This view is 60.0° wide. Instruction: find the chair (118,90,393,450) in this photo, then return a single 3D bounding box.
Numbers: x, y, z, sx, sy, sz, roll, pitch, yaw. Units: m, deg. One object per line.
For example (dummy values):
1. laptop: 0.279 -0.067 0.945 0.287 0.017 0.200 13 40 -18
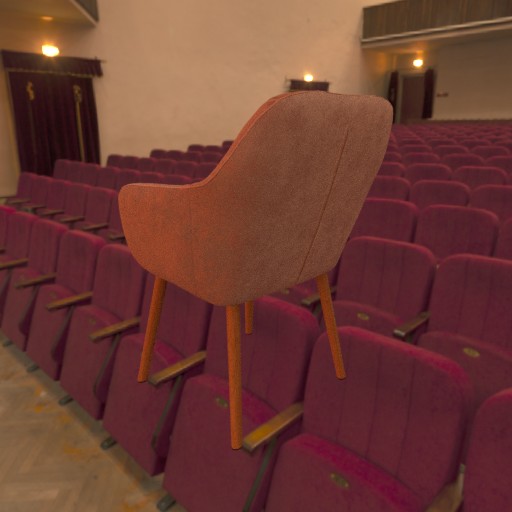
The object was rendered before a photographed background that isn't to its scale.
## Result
1. chair: 0.000 0.000 1.240 0.610 0.832 0.570 -16 23 -43
